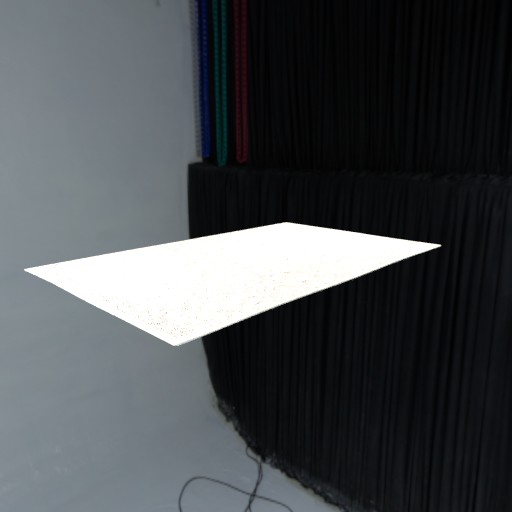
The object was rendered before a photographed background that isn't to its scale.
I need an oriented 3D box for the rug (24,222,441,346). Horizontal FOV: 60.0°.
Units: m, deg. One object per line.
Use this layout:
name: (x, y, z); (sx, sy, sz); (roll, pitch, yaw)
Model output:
rug: (0.000, 0.000, 2.987); (1.529, 0.012, 2.435); (13, 19, 42)
